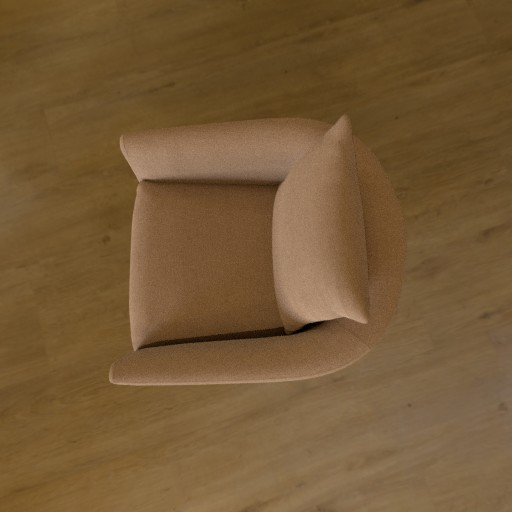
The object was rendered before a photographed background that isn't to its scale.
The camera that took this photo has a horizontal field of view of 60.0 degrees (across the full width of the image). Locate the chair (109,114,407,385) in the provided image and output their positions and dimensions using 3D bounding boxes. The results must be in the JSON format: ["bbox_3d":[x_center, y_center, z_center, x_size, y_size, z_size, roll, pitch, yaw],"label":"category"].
[{"bbox_3d":[0.000,0.000,1.559,0.910,0.848,0.845,-2,76,0],"label":"chair"}]
